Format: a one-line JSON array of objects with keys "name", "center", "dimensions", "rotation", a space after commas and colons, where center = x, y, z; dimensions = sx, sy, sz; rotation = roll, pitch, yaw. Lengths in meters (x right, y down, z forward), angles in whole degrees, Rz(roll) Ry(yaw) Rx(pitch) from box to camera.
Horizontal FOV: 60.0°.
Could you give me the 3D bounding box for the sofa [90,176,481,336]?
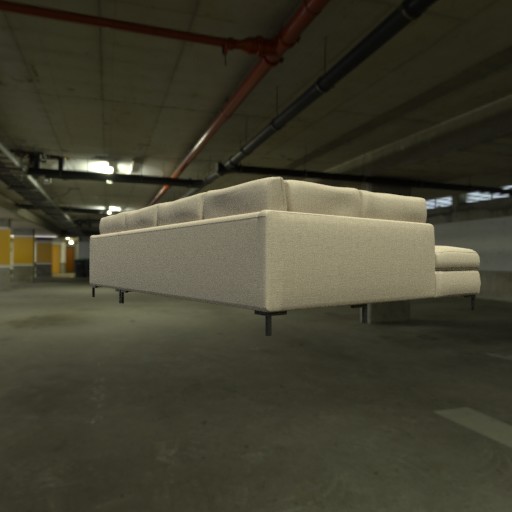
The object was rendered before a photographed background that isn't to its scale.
[{"name": "sofa", "center": [0.000, 0.000, 3.605], "dimensions": [1.879, 0.756, 2.737], "rotation": [0, -1, -37]}]
